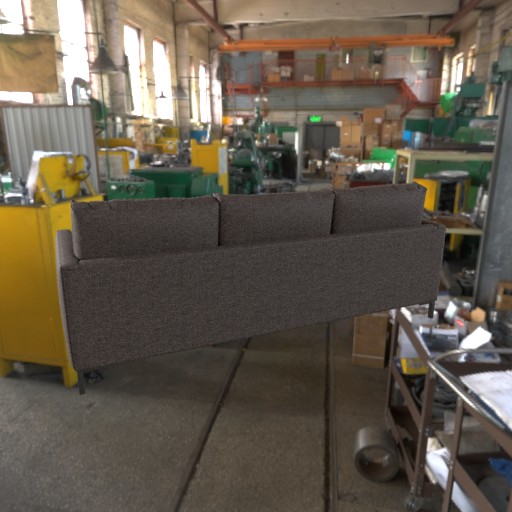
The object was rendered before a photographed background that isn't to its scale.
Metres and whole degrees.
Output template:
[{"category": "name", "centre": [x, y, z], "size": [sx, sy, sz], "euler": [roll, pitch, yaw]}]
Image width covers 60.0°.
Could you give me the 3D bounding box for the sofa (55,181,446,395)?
[{"category": "sofa", "centre": [0.000, 0.000, 2.746], "size": [2.253, 0.882, 0.876], "euler": [-7, 17, -23]}]
